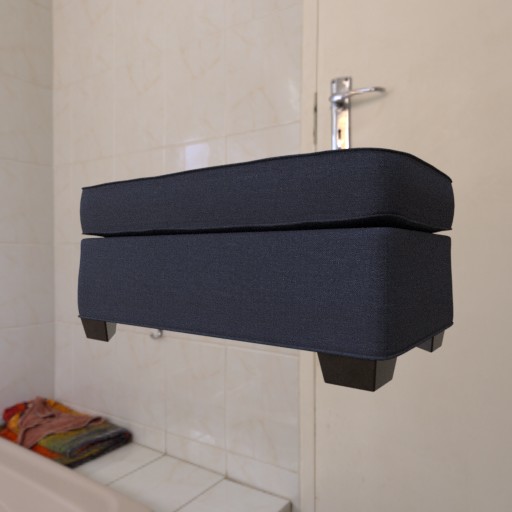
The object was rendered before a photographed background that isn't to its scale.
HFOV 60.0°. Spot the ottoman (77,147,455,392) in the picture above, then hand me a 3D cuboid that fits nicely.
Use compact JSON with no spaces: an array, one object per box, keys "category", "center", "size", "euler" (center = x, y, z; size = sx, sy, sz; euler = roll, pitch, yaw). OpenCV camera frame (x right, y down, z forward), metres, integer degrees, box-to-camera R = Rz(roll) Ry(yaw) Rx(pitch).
[{"category":"ottoman","center":[0.000,0.000,1.162],"size":[0.895,0.453,0.505],"euler":[0,0,36]}]
